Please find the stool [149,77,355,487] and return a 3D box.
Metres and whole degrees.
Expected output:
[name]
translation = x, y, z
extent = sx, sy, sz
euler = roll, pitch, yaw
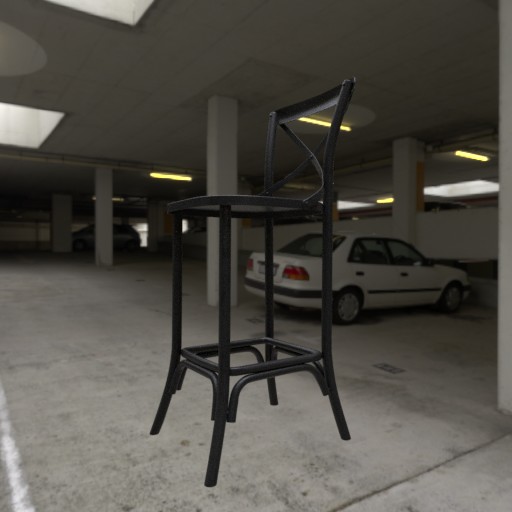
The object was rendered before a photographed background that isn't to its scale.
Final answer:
[stool]
translation = 0.000, 0.000, 1.453
extent = 0.584, 1.168, 0.457
euler = 0, 1, -34
